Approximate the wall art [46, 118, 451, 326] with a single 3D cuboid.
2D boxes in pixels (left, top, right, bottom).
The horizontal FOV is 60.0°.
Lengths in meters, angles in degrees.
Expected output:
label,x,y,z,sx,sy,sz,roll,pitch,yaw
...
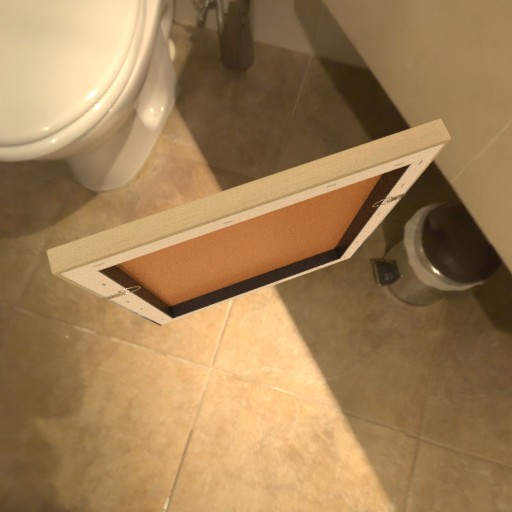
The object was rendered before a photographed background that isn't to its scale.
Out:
label,x,y,z,sx,sy,sz,roll,pitch,yaw
wall art,0.000,0.000,0.978,0.608,0.710,0.041,-19,76,-5
